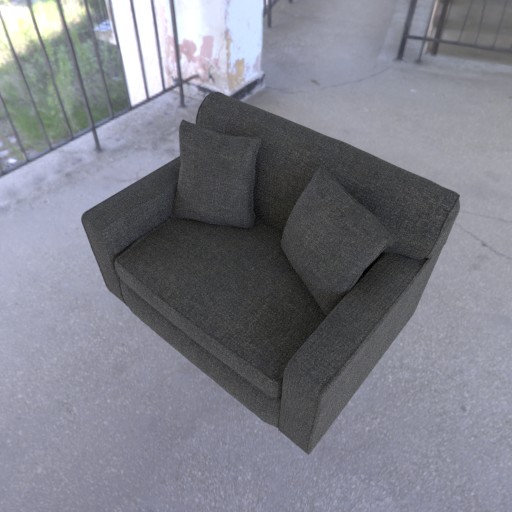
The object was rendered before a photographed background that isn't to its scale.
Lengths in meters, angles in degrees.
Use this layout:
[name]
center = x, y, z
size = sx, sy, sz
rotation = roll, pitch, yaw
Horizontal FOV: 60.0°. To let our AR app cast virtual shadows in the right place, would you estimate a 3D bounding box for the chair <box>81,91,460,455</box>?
[chair]
center = 0.000, 0.000, 2.114
size = 1.383, 0.948, 1.000
rotation = 32, 54, 26
